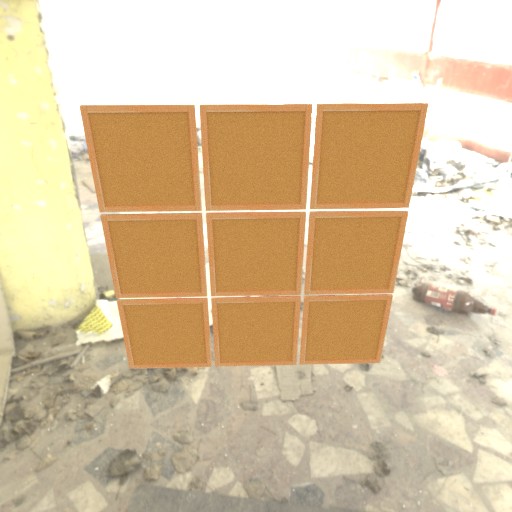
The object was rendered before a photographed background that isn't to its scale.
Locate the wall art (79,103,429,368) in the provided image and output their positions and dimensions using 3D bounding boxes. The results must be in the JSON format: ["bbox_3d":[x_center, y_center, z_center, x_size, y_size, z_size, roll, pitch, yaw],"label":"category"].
[{"bbox_3d":[0.000,0.000,1.849,1.216,1.220,0.013,-1,30,-2],"label":"wall art"}]
